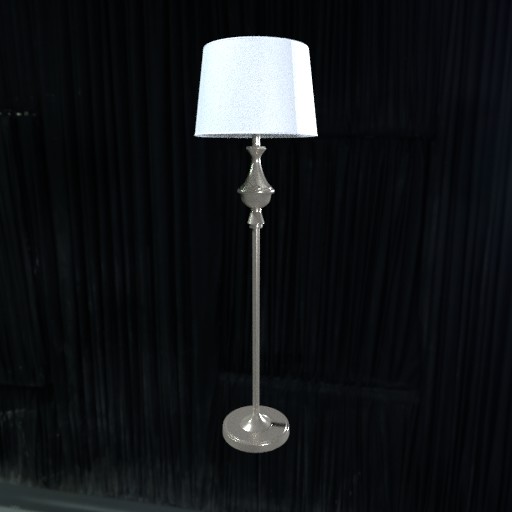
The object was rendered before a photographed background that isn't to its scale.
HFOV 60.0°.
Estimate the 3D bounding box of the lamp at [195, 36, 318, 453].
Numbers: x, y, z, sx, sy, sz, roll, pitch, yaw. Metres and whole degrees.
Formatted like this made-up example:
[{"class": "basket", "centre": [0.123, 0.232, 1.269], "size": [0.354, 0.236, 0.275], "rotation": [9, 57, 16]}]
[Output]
[{"class": "lamp", "centre": [0.000, 0.000, 1.664], "size": [0.431, 1.488, 0.431], "rotation": [0, 13, 0]}]
